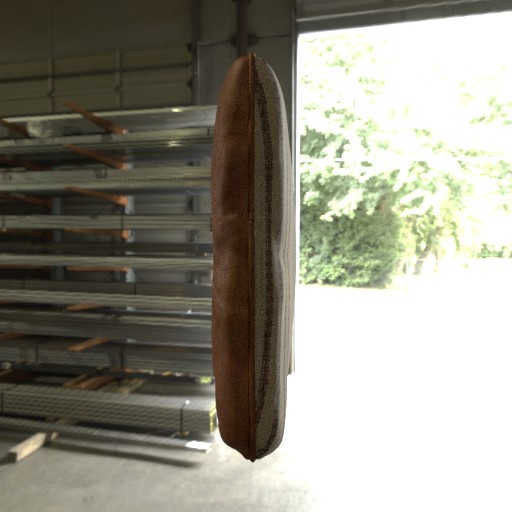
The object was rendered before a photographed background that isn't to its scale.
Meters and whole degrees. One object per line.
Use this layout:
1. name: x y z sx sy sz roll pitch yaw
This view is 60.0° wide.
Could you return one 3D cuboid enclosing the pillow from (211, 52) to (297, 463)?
1. pillow: 0.000 0.000 0.741 0.130 0.490 0.489 0 1 -1
